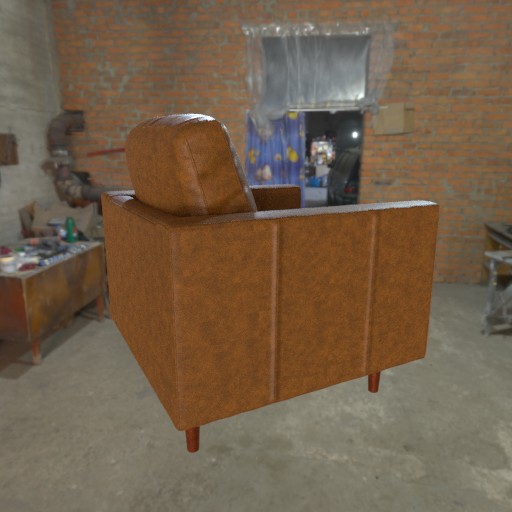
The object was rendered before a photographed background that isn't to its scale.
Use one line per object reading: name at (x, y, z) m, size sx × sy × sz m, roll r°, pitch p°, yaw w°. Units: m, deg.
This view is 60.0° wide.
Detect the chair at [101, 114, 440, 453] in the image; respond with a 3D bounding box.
chair at (0.000, 0.000, 1.611) m, size 0.909 × 0.956 × 0.890 m, roll -7°, pitch 15°, yaw -27°
